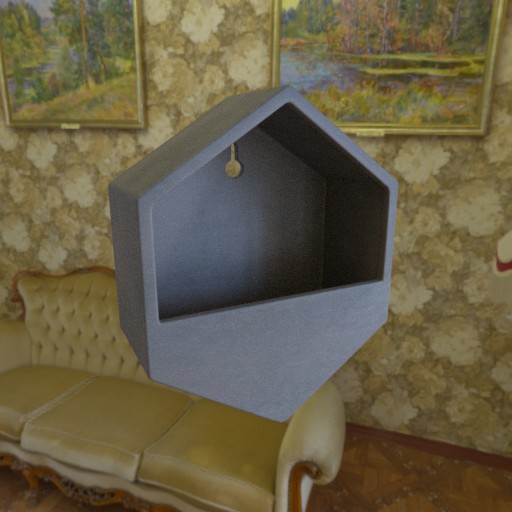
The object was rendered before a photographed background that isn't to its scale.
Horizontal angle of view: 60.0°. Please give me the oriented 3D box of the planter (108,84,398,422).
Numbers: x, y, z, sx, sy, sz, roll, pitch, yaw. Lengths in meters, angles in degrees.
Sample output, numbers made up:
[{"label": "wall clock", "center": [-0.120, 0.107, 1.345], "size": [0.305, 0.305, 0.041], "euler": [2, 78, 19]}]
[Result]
[{"label": "planter", "center": [0.000, 0.000, 0.294], "size": [0.169, 0.206, 0.077], "euler": [-8, 17, -27]}]
